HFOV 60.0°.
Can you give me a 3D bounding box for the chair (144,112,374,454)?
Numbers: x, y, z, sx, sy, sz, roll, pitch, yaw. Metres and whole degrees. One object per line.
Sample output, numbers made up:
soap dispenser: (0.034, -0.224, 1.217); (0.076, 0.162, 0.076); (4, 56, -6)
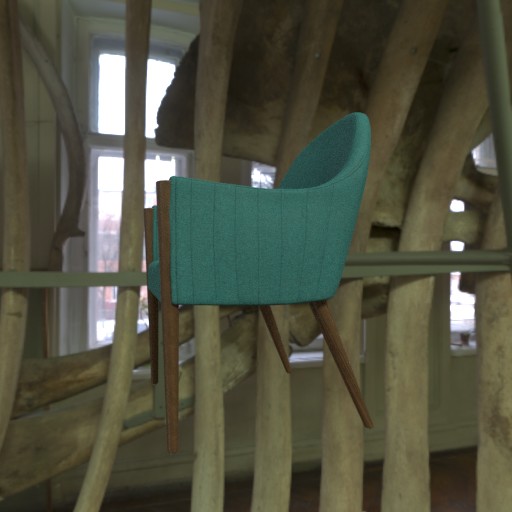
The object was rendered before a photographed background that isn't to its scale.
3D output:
chair: (0.000, 0.000, 1.379); (0.652, 0.907, 0.656); (0, 0, -17)
